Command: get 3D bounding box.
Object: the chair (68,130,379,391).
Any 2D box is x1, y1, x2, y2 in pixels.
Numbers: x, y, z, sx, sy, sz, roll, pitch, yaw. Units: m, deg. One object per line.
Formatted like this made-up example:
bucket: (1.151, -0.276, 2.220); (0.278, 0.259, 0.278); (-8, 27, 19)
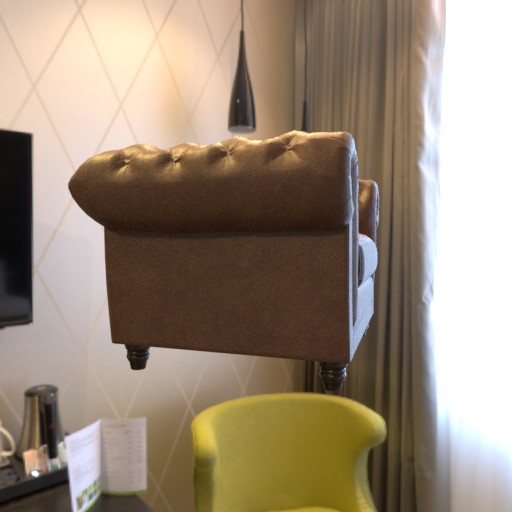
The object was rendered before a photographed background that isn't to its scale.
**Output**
chair: (0.000, 0.000, 1.873); (0.954, 0.784, 1.298); (1, 2, 19)
